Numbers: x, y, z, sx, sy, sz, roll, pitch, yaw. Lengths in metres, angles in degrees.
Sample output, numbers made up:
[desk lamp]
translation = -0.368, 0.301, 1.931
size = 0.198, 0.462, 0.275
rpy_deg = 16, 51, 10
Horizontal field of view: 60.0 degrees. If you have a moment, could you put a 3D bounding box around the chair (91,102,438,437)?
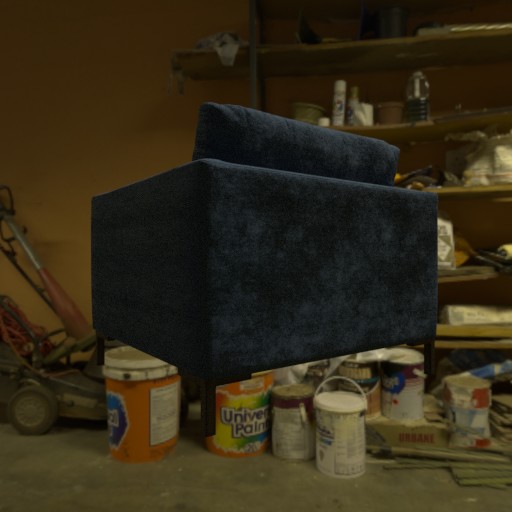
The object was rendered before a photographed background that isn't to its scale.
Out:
[chair]
translation = 0.000, 0.000, 1.598
size = 0.964, 0.812, 0.875
rpy_deg = 0, 0, -36
